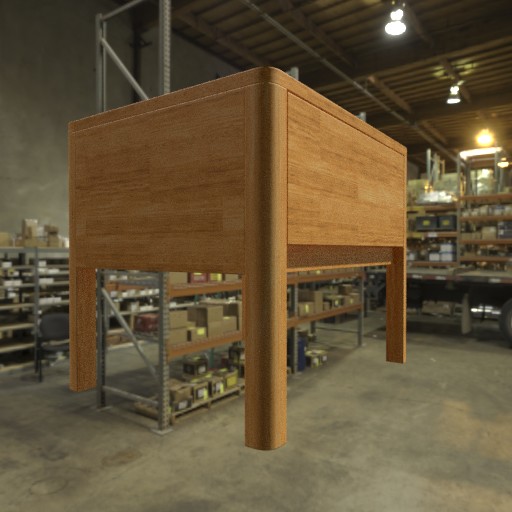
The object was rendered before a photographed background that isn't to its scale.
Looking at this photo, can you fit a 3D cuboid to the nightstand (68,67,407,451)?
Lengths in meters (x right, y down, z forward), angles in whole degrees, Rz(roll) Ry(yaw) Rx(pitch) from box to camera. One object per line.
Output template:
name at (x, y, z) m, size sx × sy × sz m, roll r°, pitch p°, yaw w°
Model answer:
nightstand at (0.000, 0.000, 0.889) m, size 0.440 × 0.470 × 0.560 m, roll 1°, pitch 1°, yaw 35°
